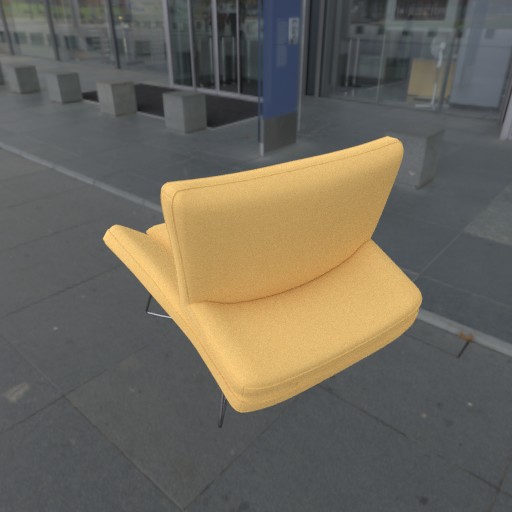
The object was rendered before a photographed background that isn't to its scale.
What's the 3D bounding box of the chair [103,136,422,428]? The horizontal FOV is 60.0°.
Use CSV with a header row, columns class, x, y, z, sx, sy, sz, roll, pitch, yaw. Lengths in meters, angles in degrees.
class,x,y,z,sx,sy,sz,roll,pitch,yaw
chair,0.000,0.000,1.647,0.859,0.855,1.008,-18,34,-30
